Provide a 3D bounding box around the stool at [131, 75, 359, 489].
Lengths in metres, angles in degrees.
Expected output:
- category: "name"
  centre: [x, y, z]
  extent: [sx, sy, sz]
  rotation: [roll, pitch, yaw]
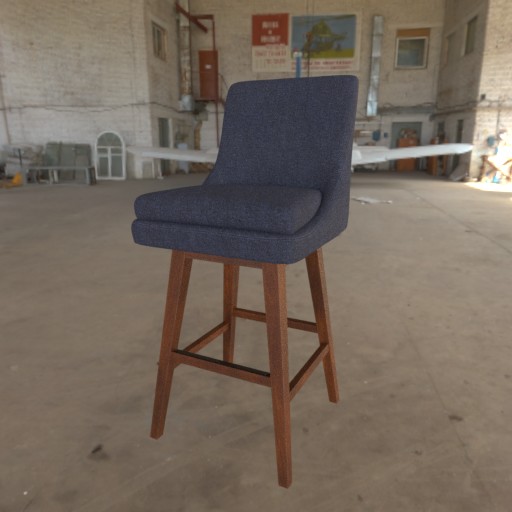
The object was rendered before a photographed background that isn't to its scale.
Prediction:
- category: "stool"
  centre: [0.000, 0.000, 1.350]
  extent: [0.489, 1.068, 0.572]
  rotation: [7, 17, 26]
